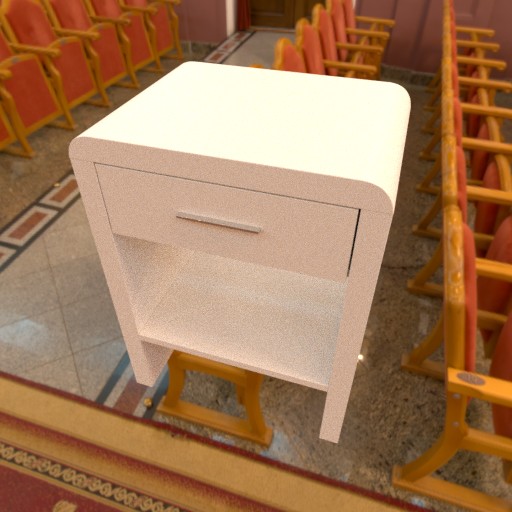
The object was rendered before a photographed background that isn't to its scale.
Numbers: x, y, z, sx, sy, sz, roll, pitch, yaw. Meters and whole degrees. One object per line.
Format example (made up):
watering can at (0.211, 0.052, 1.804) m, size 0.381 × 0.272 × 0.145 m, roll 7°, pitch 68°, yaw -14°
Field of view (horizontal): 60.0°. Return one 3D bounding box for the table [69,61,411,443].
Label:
table at (0.000, 0.000, 0.862) m, size 0.450 × 0.590 × 0.350 m, roll 12°, pitch 42°, yaw 14°
